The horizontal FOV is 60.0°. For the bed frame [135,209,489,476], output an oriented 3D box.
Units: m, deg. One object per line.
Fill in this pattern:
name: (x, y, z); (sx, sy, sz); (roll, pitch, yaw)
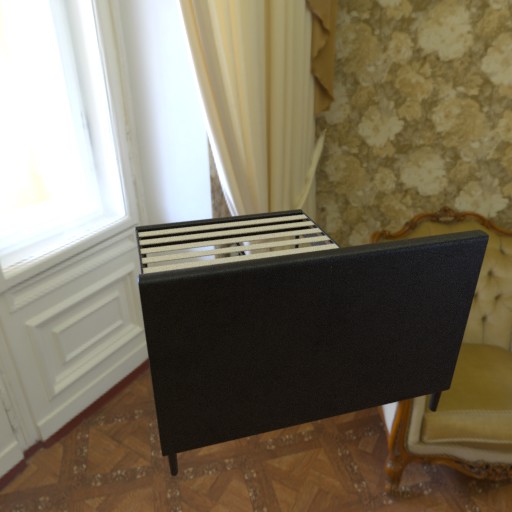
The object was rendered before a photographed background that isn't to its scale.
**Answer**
bed frame: (0.000, 0.000, 2.867); (1.469, 1.046, 2.152); (-7, 28, -14)
